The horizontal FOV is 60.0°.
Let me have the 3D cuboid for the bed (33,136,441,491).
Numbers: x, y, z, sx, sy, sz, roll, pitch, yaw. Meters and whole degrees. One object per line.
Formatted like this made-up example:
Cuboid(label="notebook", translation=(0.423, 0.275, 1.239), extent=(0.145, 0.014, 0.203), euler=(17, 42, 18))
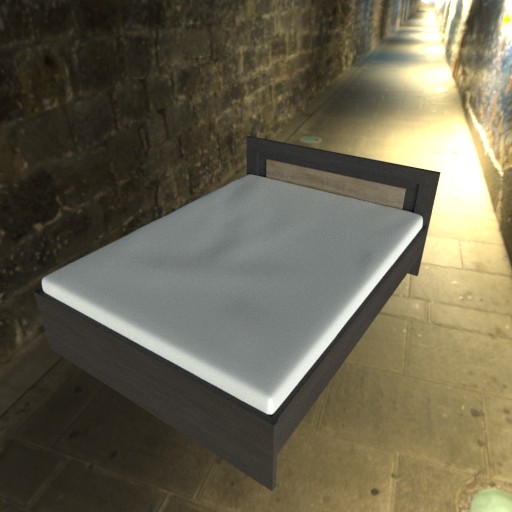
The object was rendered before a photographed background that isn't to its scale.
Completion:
Cuboid(label="bed", translation=(0.000, 0.000, 2.824), extent=(1.585, 0.823, 2.073), euler=(19, 35, 29))
